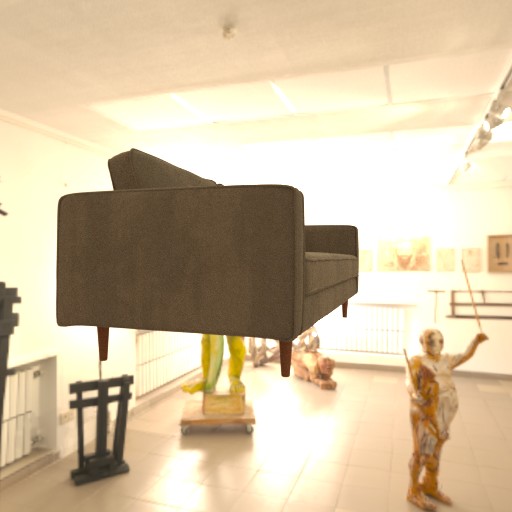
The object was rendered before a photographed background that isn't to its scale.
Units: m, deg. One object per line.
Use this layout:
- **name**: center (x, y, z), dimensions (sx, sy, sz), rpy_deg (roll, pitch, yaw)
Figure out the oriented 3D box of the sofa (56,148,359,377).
- **sofa**: center (0.000, 0.000, 2.365), dimensions (0.924, 0.825, 1.920), rpy_deg (0, 0, 19)
